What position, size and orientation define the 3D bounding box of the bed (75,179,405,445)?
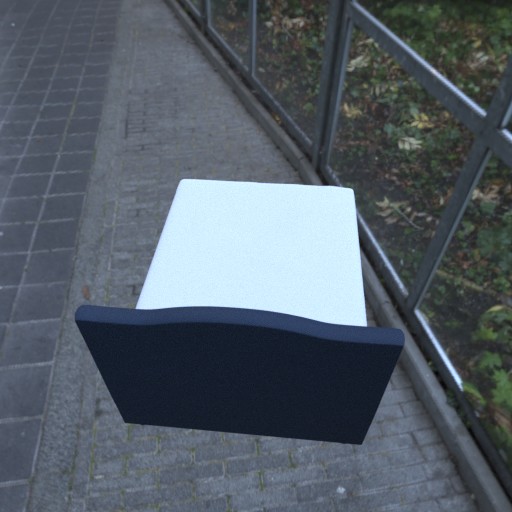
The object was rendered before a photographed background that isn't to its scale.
[{"bbox_3d":[0.000,0.000,3.476,1.821,1.436,2.282,4,46,4],"label":"bed"}]
